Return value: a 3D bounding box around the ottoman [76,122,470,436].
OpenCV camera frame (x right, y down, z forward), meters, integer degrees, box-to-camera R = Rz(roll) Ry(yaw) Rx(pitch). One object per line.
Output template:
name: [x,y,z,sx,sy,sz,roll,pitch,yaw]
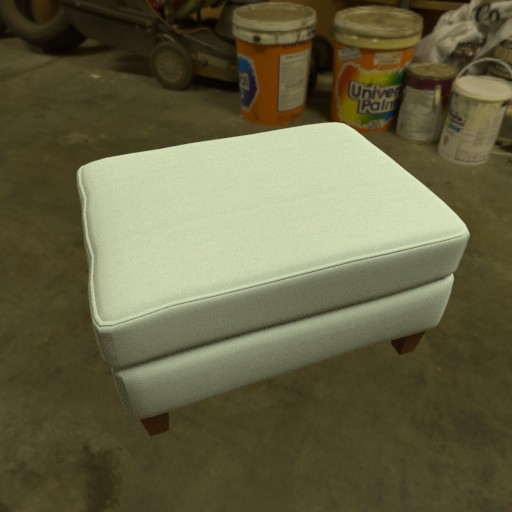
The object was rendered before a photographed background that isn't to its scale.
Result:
ottoman: [0.000,0.000,1.197,0.818,0.496,0.634,-13,42,-15]
